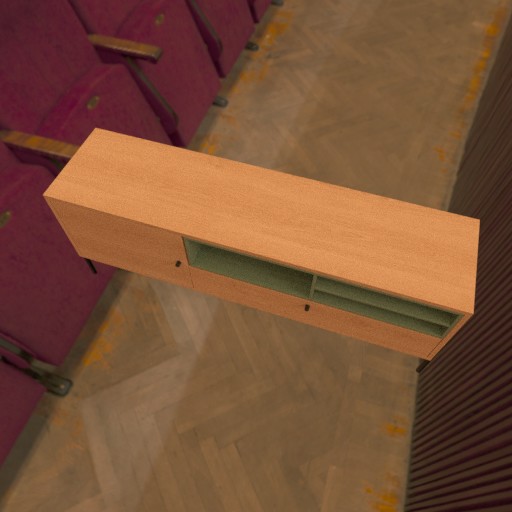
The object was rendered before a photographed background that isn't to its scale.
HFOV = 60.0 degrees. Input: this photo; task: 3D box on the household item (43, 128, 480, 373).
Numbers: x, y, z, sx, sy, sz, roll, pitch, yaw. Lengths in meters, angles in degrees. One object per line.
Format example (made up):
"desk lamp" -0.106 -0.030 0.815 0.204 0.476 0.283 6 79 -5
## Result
"household item" 0.000 0.000 1.816 1.550 0.600 0.400 15 58 10
